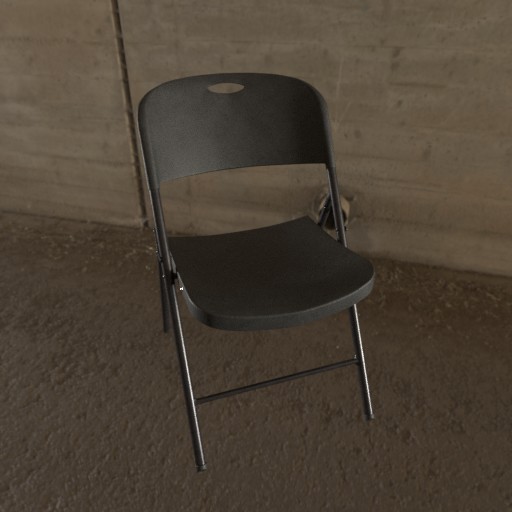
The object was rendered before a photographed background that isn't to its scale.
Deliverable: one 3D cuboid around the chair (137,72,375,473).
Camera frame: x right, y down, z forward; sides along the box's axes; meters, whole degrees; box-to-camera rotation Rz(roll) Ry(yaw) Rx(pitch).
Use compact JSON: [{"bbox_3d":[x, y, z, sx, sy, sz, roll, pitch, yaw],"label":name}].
[{"bbox_3d":[0.000,0.000,1.150,0.494,0.810,0.566,-10,32,-16],"label":"chair"}]
